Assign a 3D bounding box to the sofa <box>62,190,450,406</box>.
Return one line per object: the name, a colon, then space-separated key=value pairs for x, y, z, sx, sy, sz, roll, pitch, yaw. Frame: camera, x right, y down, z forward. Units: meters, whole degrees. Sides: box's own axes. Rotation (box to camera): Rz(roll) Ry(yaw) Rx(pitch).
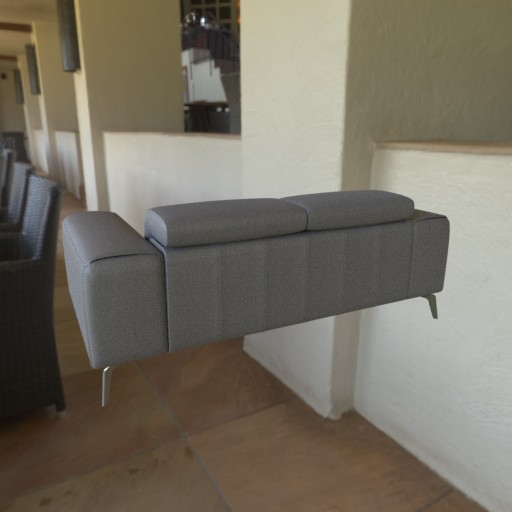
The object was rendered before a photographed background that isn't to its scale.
sofa: x=0.000 y=0.000 z=2.497 sx=1.930 sy=0.753 sz=1.024 roll=-8 pitch=18 yaw=-26
